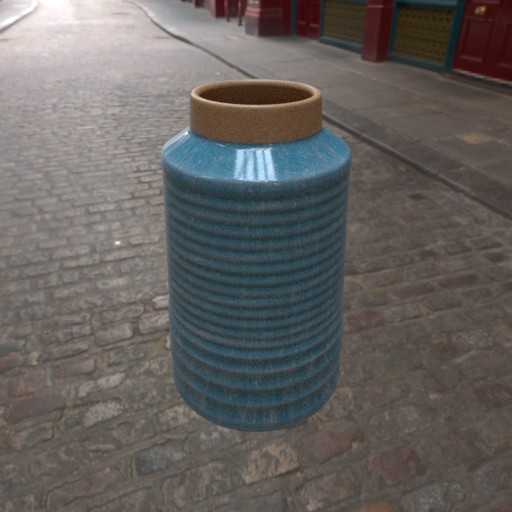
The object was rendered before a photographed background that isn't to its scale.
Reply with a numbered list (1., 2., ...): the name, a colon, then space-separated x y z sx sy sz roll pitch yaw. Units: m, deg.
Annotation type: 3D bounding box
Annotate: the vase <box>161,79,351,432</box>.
1. vase: 0.000 0.000 0.375 0.163 0.267 0.163 0 32 0
